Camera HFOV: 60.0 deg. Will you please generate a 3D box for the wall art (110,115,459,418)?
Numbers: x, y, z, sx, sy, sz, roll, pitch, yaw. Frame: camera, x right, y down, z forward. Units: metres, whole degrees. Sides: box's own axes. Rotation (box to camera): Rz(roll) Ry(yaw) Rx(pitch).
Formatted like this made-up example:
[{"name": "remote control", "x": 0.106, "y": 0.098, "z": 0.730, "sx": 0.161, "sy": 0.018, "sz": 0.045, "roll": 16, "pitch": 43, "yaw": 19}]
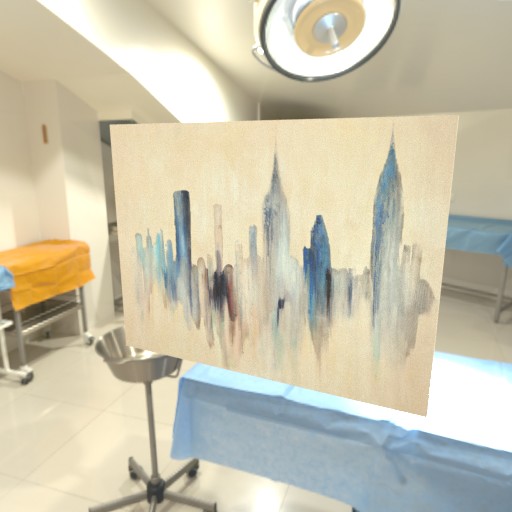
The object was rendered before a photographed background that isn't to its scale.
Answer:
[{"name": "wall art", "x": 0.000, "y": 0.000, "z": 1.306, "sx": 1.016, "sy": 0.762, "sz": 0.038, "roll": 6, "pitch": 15, "yaw": 25}]
